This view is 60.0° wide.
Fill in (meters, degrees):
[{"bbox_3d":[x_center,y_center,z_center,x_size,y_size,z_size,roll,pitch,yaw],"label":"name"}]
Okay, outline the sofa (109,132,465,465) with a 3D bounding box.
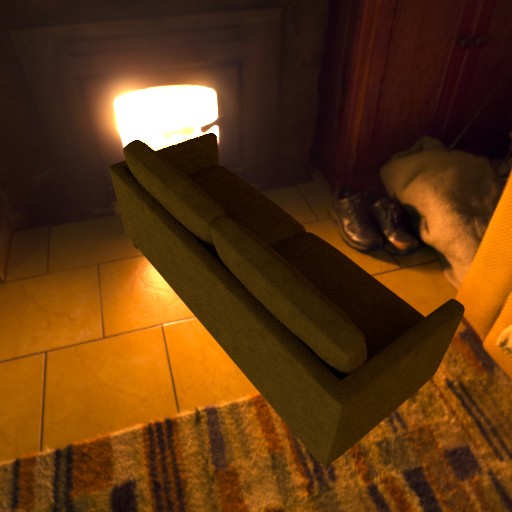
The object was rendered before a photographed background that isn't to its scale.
[{"bbox_3d":[0.000,0.000,2.955,0.951,0.965,2.434,-27,49,-26],"label":"sofa"}]
